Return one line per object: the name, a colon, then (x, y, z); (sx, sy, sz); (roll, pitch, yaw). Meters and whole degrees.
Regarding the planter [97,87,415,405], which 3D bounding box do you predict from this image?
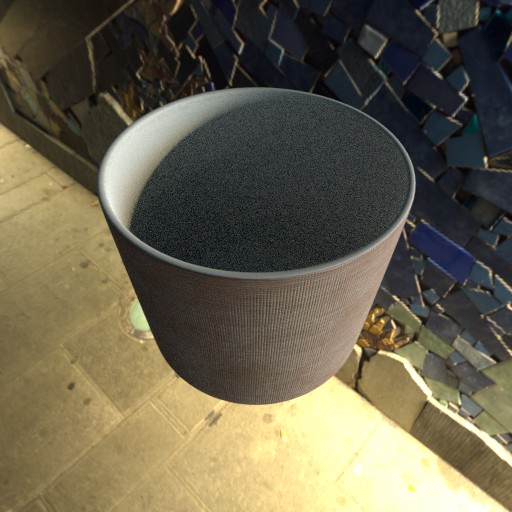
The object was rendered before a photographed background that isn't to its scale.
planter: (0.000, 0.000, 0.773); (0.440, 0.398, 0.440); (0, 47, 0)
